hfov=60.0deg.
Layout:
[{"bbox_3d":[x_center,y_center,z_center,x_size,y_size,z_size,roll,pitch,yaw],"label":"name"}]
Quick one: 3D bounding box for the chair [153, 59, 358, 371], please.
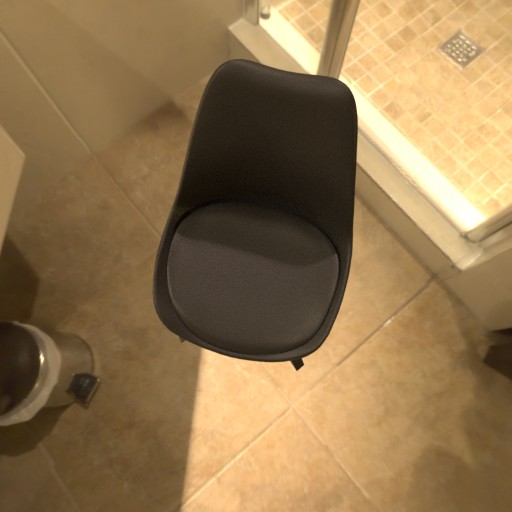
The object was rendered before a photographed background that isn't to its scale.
[{"bbox_3d":[0.000,0.000,1.197,0.485,0.850,0.550,13,75,4],"label":"chair"}]
